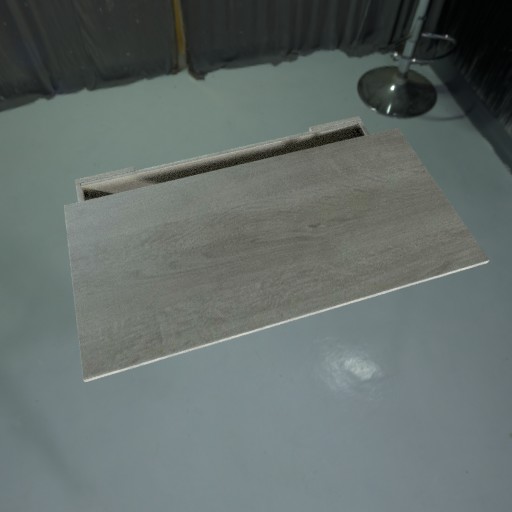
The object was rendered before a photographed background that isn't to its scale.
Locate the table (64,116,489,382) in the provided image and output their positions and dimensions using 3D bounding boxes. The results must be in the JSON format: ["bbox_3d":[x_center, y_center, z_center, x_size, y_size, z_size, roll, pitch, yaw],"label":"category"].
[{"bbox_3d":[0.000,0.000,1.447,1.000,0.570,0.711,-15,60,-9],"label":"table"}]
